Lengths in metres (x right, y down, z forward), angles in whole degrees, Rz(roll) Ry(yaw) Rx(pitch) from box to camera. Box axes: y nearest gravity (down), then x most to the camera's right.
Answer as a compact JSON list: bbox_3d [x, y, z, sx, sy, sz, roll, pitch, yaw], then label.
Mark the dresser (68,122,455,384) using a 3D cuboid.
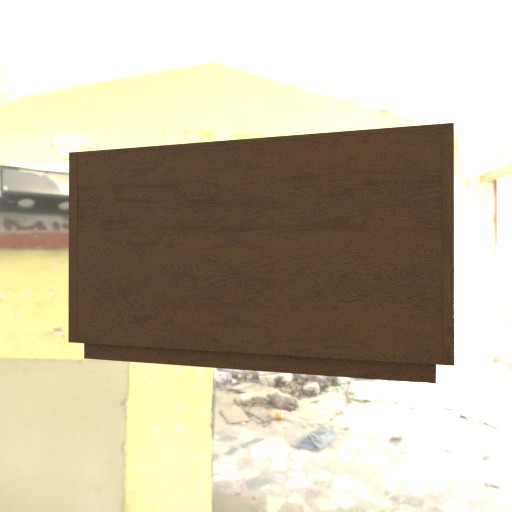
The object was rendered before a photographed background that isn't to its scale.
[{"bbox_3d":[0.000,0.000,1.935,1.523,0.889,0.512,0,0,16],"label":"dresser"}]
